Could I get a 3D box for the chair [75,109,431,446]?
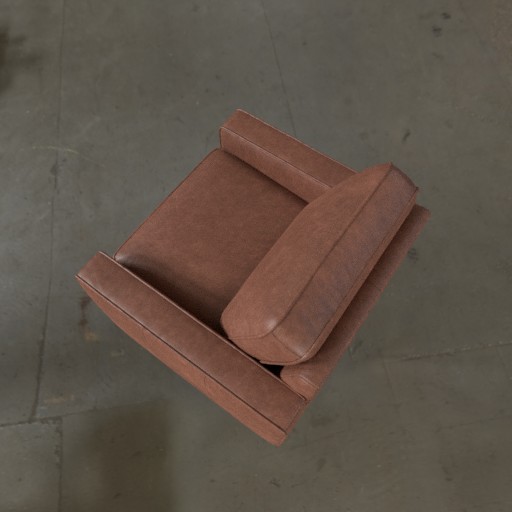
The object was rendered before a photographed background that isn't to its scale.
[{"bbox_3d":[0.000,0.000,1.736,0.940,0.919,1.017,33,68,15],"label":"chair"}]
